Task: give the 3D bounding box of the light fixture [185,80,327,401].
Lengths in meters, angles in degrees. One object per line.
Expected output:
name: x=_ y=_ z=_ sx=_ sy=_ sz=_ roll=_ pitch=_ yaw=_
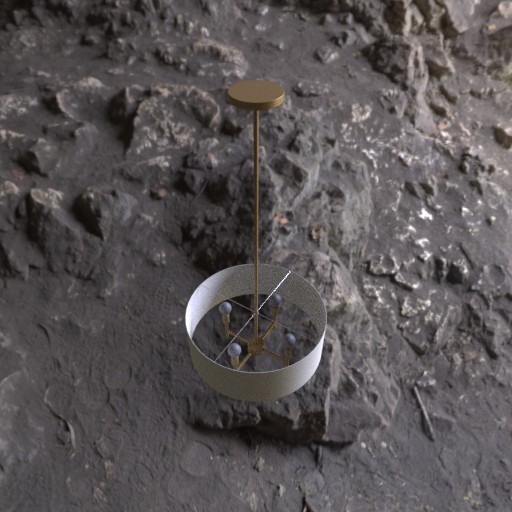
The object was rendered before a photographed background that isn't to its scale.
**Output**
light fixture: x=0.000 y=0.000 z=1.417 sx=0.508 sy=1.067 sz=0.508 roll=0 pitch=42 yaw=0
